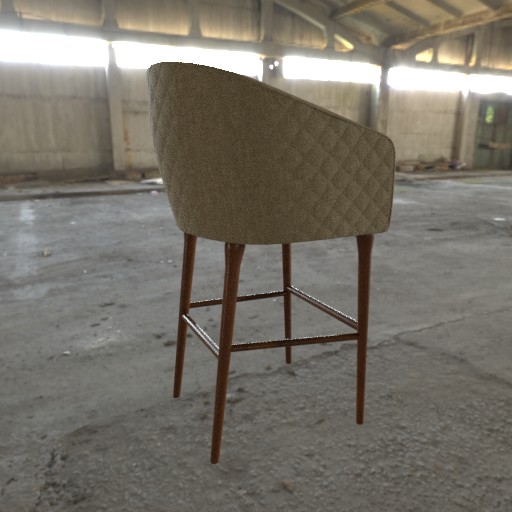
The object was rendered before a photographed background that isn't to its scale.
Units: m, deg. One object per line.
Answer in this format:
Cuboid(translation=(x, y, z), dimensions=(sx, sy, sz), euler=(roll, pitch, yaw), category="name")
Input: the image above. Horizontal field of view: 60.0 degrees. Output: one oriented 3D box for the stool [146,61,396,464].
Cuboid(translation=(0.000, 0.000, 1.392), dimensions=(0.607, 1.078, 0.559), euler=(-7, 16, -26), category="stool")
